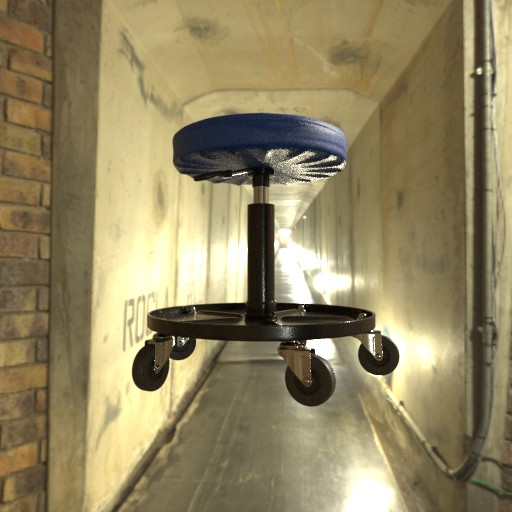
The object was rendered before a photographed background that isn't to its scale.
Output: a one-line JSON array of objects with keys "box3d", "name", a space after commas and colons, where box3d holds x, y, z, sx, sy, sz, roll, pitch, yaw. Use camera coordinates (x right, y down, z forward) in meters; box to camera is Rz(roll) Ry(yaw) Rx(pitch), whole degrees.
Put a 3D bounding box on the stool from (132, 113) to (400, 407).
[{"box3d": [0.000, 0.000, 0.694, 0.381, 0.365, 0.382, -1, -2, 36], "name": "stool"}]
